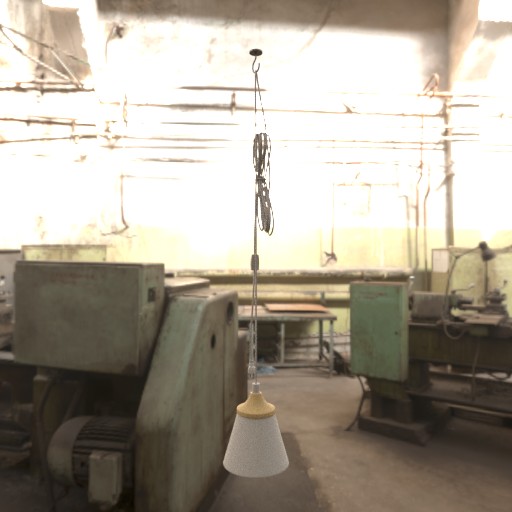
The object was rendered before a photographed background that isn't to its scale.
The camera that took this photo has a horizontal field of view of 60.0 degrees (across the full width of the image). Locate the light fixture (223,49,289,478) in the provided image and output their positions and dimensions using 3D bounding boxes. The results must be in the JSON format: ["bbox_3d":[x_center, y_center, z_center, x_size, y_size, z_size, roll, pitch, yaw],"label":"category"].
[{"bbox_3d":[0.000,0.000,1.043,0.153,0.966,0.153,0,-1,-1],"label":"light fixture"}]
